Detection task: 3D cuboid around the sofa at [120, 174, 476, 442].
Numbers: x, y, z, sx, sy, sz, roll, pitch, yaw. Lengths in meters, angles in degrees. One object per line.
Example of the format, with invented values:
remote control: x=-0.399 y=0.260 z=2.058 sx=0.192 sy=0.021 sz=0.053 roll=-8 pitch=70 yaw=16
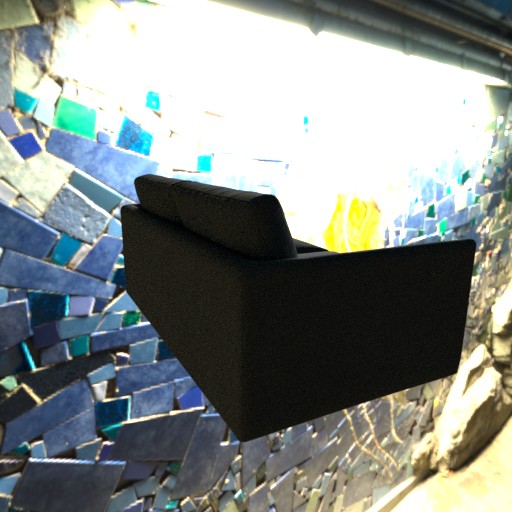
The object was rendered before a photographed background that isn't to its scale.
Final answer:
sofa: x=0.000 y=0.000 z=2.455 sx=1.091 sy=0.845 sz=1.909 roll=-7 pitch=15 yaw=-27
